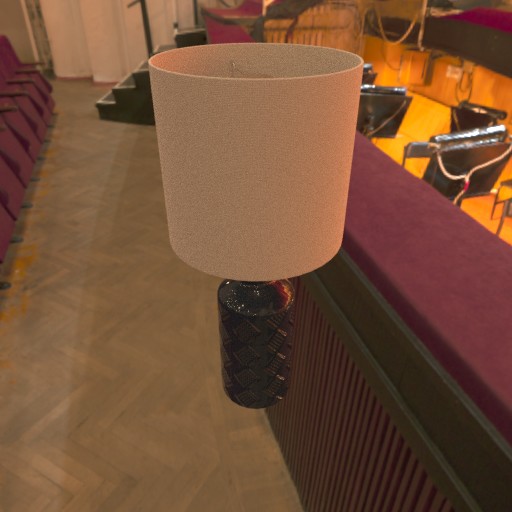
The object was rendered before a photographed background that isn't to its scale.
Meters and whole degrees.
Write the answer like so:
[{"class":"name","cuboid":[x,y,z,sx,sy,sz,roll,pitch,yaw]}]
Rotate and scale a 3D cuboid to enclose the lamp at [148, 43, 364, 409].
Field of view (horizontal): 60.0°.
[{"class":"lamp","cuboid":[0.000,0.000,0.557,0.207,0.461,0.207,-9,34,-14]}]
